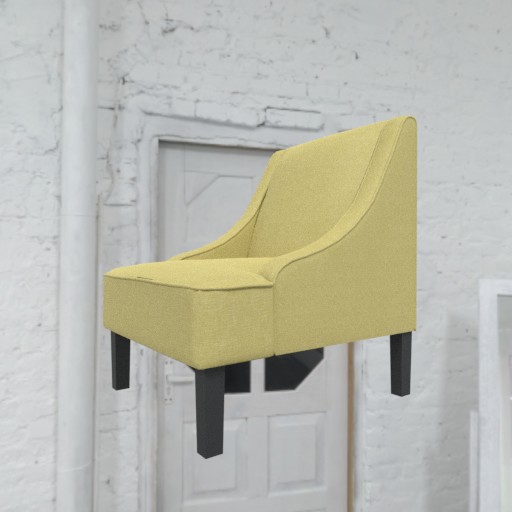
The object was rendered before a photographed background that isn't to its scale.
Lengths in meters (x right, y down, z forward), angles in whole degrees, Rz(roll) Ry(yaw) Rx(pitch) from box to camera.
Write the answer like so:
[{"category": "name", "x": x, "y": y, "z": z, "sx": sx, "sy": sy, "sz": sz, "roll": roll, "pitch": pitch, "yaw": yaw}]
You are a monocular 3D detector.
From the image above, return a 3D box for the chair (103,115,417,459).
[{"category": "chair", "x": 0.000, "y": 0.000, "z": 1.463, "sx": 0.814, "sy": 0.896, "sz": 0.696, "roll": -1, "pitch": 1, "yaw": -36}]
